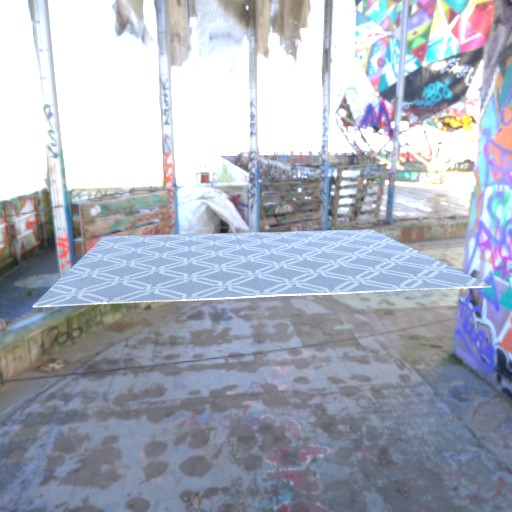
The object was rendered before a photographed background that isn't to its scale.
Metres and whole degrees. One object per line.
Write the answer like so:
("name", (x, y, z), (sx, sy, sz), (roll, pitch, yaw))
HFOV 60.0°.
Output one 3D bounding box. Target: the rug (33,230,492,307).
("rug", (0.000, 0.000, 2.760), (2.133, 0.013, 1.522), (-2, 14, -7))
